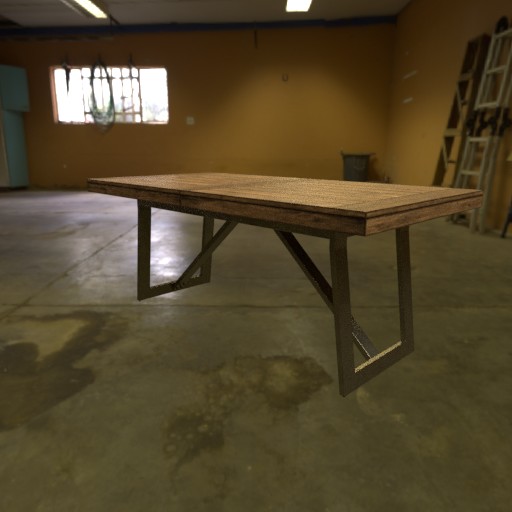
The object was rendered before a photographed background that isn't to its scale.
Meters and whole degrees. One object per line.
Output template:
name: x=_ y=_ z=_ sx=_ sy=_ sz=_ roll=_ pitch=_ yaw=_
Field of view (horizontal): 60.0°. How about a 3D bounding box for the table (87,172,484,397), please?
table: x=0.000 y=0.000 z=2.343 sx=0.931 sy=0.757 sz=1.867 roll=-13 pitch=19 yaw=-43
